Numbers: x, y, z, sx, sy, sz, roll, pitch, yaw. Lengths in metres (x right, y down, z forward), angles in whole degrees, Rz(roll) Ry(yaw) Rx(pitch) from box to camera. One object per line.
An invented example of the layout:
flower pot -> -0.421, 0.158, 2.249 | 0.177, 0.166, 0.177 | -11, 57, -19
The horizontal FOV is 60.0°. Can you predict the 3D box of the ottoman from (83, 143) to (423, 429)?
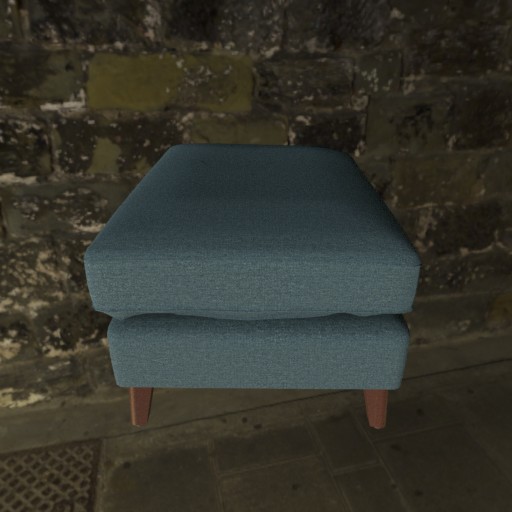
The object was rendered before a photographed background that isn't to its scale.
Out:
ottoman -> 0.000, 0.000, 1.246 | 0.629, 0.503, 0.835 | 0, 27, 1
